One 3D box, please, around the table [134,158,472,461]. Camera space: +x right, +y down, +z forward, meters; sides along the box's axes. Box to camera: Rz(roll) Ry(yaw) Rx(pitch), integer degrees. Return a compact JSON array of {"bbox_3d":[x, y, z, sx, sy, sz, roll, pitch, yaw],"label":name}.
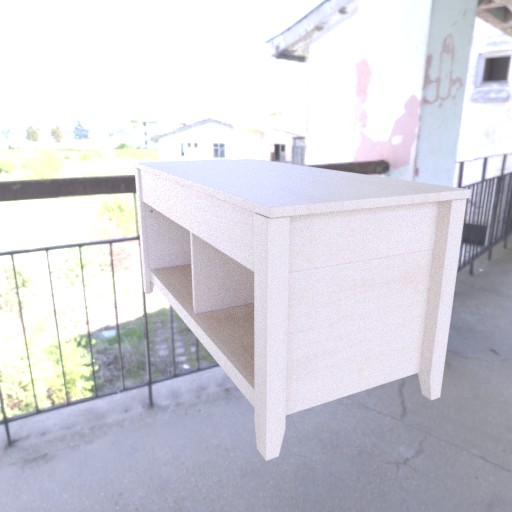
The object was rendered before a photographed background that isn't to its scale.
[{"bbox_3d":[0.000,0.000,1.292,0.457,0.483,1.016,-8,18,-25],"label":"table"}]
